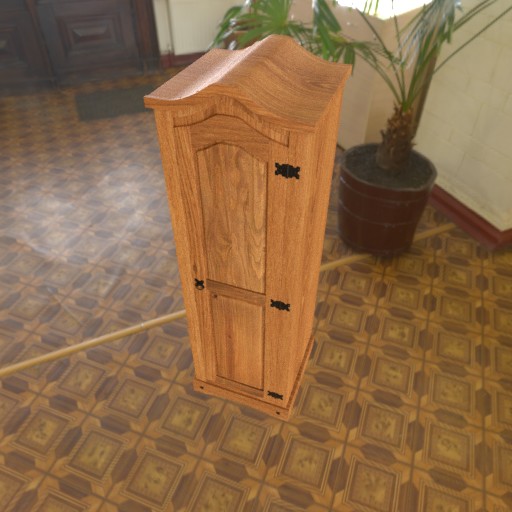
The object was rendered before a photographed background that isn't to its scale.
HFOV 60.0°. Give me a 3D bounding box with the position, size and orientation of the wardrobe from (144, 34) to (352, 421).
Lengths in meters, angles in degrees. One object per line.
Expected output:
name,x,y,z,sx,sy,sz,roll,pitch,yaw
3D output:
wardrobe,0.000,0.000,2.168,0.590,1.870,0.570,14,43,15
